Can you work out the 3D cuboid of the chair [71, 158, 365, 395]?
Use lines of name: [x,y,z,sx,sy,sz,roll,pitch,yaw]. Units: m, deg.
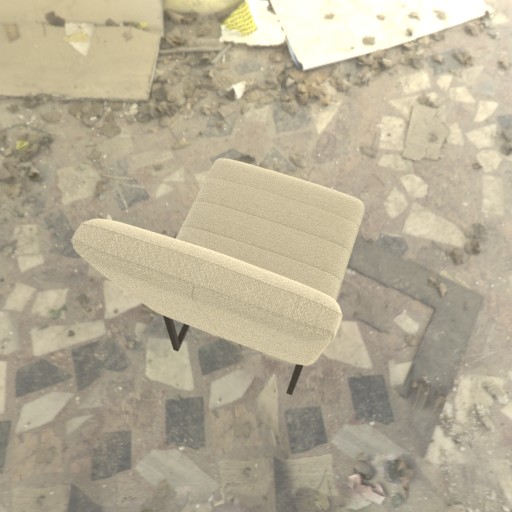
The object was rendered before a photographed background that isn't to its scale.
chair: [0.000,0.000,1.296,0.520,0.930,0.634,19,65,9]
